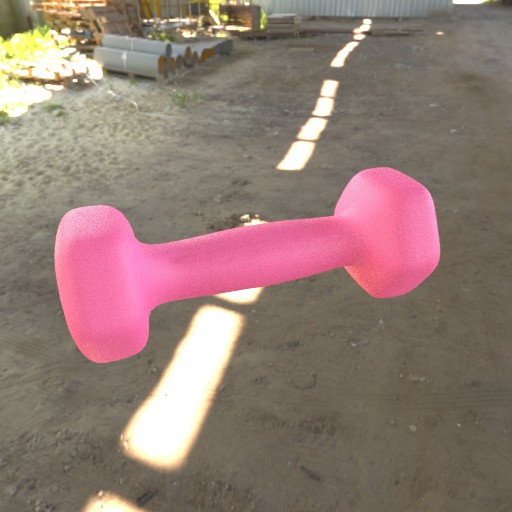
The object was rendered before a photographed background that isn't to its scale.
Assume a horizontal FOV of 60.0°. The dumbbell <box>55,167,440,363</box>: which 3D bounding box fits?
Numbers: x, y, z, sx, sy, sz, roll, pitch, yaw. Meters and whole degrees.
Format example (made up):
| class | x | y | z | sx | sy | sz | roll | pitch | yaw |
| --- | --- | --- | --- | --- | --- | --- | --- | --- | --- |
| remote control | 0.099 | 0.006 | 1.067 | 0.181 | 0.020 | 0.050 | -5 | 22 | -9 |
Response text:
| class | x | y | z | sx | sy | sz | roll | pitch | yaw |
| --- | --- | --- | --- | --- | --- | --- | --- | --- | --- |
| dumbbell | 0.000 | 0.000 | 0.178 | 0.146 | 0.053 | 0.058 | -10 | 33 | -16 |
